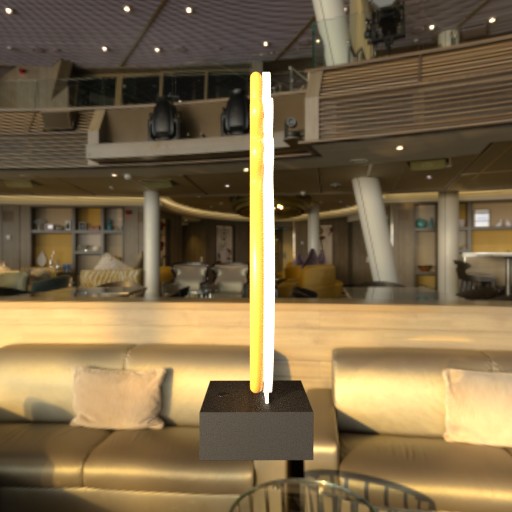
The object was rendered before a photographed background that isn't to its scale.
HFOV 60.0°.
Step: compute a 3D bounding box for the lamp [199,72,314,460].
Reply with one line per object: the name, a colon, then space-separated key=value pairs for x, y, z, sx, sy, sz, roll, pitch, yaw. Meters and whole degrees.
lamp: x=0.000 y=0.000 z=0.387 sx=0.088 sy=0.317 sz=0.167 roll=0 pitch=0 yaw=-1
